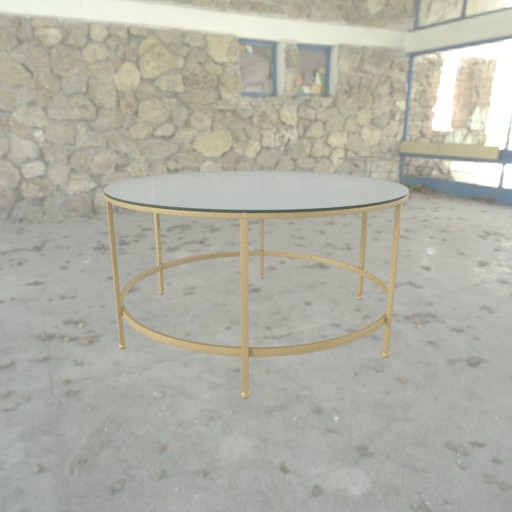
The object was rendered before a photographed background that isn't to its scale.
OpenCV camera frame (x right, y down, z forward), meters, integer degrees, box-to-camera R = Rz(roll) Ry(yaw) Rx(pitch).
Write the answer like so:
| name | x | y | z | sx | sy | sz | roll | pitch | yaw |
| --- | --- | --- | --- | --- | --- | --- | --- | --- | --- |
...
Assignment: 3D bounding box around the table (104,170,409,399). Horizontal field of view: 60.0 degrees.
| name | x | y | z | sx | sy | sz | roll | pitch | yaw |
| --- | --- | --- | --- | --- | --- | --- | --- | --- | --- |
| table | 0.000 | 0.000 | 1.456 | 0.914 | 0.470 | 0.914 | 0 | 16 | 0 |
